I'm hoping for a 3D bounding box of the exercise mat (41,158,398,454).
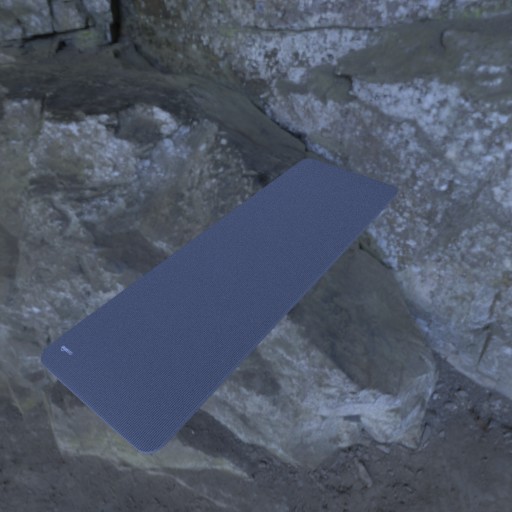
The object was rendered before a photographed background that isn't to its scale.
[{"bbox_3d":[0.000,0.000,2.041,0.616,0.021,1.884,26,47,27],"label":"exercise mat"}]
